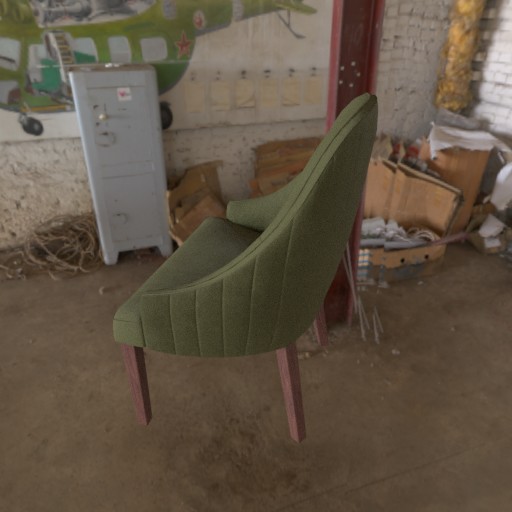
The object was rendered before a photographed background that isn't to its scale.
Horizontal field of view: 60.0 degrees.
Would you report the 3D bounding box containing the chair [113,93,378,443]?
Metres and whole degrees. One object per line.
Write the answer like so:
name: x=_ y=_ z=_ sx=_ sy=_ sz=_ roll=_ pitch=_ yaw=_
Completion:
chair: x=0.000 y=0.000 z=1.265 sx=0.575 sy=0.889 sz=0.643 roll=8 pitch=30 yaw=15
